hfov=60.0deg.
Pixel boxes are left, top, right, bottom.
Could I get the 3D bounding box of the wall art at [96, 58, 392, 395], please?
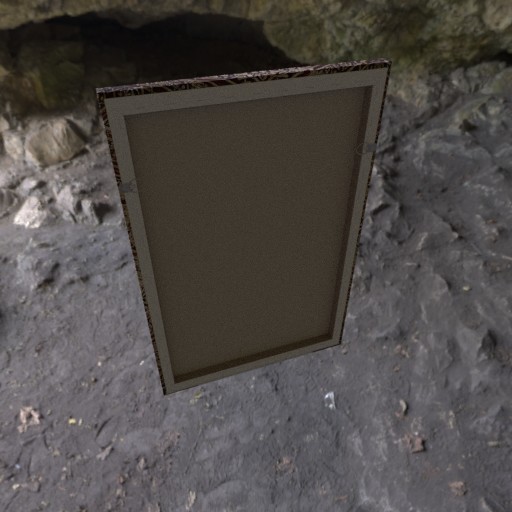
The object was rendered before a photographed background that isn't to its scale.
[{"bbox_3d":[0.000,0.000,0.758,0.397,0.599,0.020,-12,40,-15],"label":"wall art"}]
